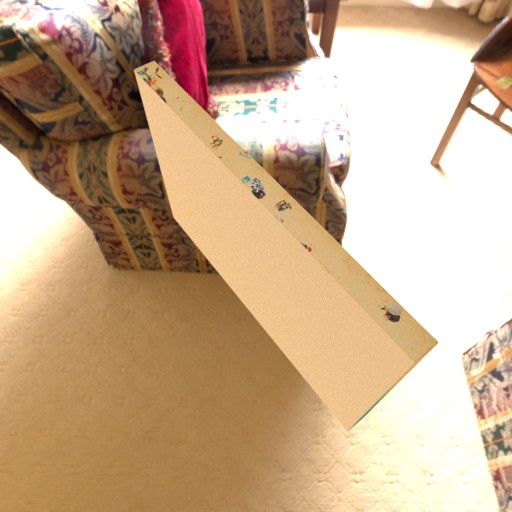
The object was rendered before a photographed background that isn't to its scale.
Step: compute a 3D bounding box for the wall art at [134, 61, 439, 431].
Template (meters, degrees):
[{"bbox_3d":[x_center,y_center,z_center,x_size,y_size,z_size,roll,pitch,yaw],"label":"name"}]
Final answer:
[{"bbox_3d":[0.000,0.000,0.773,0.039,0.406,0.609,-33,64,-18],"label":"wall art"}]
